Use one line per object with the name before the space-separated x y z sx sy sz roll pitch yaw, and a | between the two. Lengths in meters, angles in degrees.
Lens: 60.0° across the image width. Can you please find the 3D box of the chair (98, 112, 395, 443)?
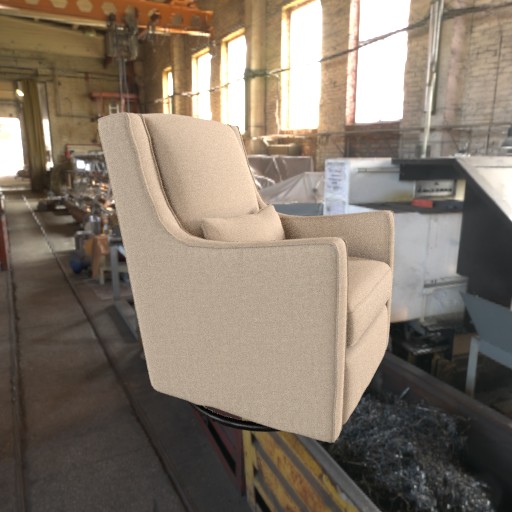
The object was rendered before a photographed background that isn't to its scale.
chair | 0.000 0.000 1.591 0.879 0.993 0.732 7 14 27
